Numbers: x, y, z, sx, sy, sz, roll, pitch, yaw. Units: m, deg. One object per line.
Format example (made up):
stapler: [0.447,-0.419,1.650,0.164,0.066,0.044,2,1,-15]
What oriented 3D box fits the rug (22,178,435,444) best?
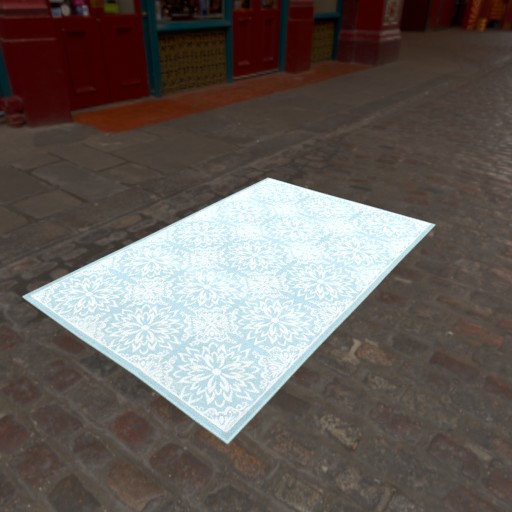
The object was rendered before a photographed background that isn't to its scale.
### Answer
rug: [0.000,0.000,2.280,1.219,0.012,1.840,22,37,32]
